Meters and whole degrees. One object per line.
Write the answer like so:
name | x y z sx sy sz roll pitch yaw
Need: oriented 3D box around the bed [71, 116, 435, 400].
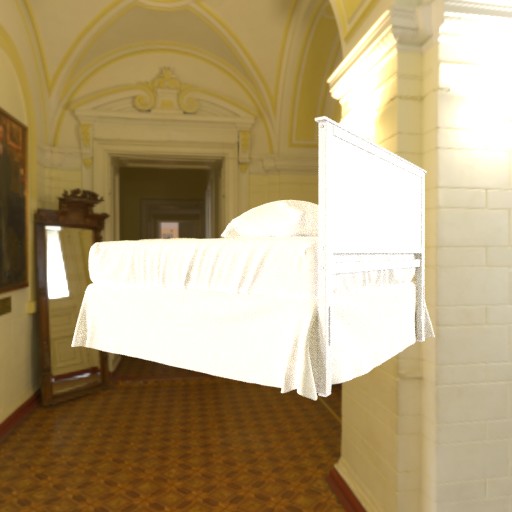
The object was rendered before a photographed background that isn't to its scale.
bed | 0.000 0.000 3.228 2.047 1.269 1.876 0 0 36
